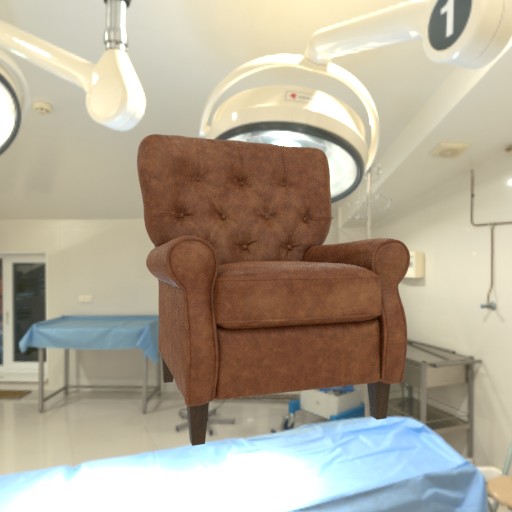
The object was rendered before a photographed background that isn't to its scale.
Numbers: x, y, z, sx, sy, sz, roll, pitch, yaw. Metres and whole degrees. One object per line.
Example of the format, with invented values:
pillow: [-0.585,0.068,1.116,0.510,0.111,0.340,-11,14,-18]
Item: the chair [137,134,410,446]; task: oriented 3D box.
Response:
chair: [0.000,0.000,1.889,0.951,1.164,1.059,0,1,-19]
